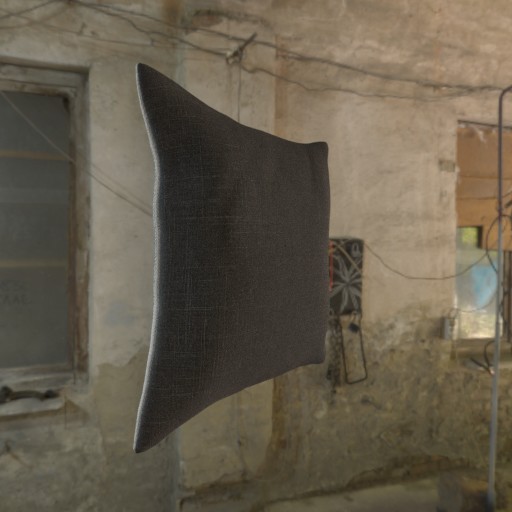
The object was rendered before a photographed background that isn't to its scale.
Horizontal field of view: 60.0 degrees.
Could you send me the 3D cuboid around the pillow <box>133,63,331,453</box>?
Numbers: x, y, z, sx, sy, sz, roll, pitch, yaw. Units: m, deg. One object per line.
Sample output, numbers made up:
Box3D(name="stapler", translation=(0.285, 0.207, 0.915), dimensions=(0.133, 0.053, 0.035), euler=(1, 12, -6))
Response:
Box3D(name="pillow", translation=(0.000, 0.000, 0.689), dimensions=(0.138, 0.444, 0.468), euler=(1, 2, 36))
